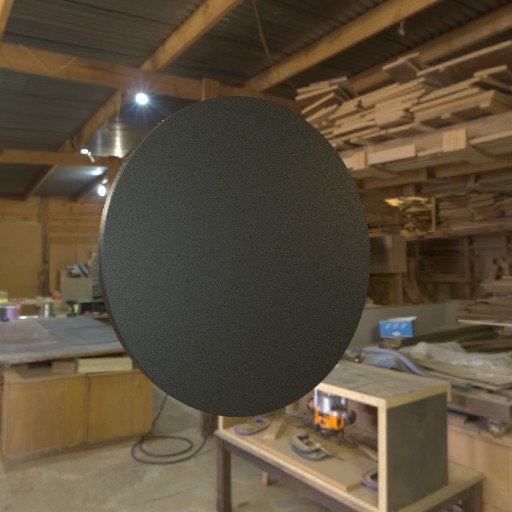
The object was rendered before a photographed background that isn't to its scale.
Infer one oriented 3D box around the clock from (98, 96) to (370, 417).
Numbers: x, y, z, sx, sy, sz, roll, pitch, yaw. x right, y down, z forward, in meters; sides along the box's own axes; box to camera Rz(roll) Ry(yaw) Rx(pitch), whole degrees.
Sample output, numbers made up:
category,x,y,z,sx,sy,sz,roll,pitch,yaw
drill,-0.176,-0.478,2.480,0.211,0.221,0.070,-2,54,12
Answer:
category,x,y,z,sx,sy,sz,roll,pitch,yaw
clock,0.000,0.000,0.653,0.454,0.454,0.038,1,-2,-34
